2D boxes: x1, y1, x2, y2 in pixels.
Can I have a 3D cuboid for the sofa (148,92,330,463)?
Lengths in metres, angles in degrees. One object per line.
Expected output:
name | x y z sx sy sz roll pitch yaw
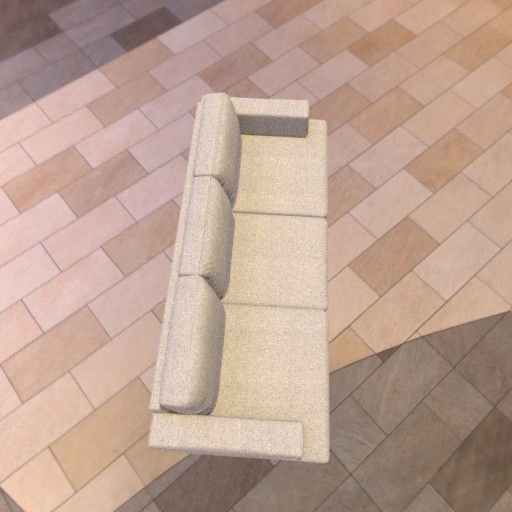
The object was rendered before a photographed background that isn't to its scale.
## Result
sofa | 0.000 0.000 2.780 0.920 0.810 2.310 3 65 2
